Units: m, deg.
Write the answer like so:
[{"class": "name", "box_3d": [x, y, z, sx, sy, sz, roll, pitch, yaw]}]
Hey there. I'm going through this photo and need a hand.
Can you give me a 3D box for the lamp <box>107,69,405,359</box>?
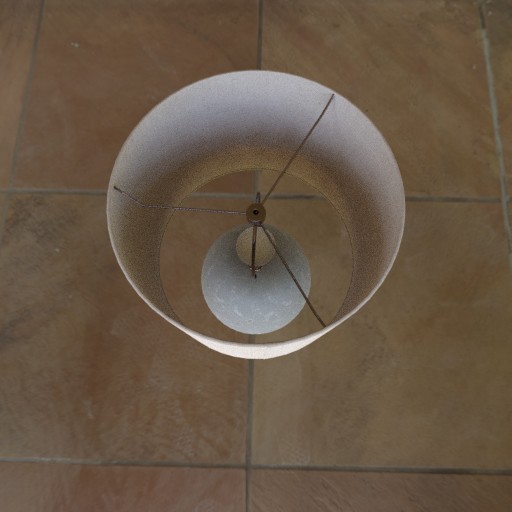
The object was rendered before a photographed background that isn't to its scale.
[{"class": "lamp", "box_3d": [0.000, 0.000, 0.596, 0.269, 0.409, 0.269, 4, 75, 1]}]
